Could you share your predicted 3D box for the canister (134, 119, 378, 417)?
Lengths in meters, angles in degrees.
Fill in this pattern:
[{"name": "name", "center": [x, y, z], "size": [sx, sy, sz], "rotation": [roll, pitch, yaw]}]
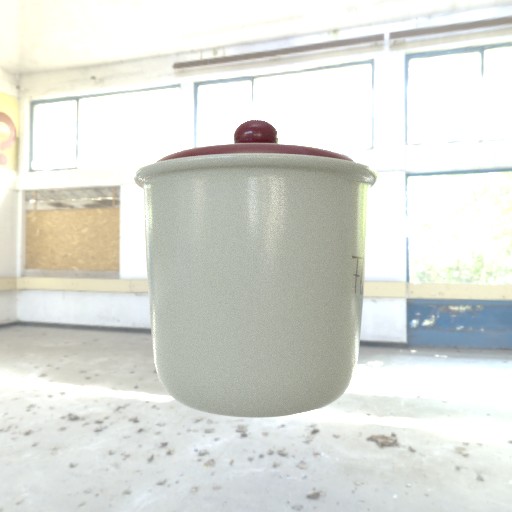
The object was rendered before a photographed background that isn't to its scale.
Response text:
[{"name": "canister", "center": [0.000, 0.000, 0.342], "size": [0.182, 0.208, 0.182], "rotation": [0, 0, 0]}]
